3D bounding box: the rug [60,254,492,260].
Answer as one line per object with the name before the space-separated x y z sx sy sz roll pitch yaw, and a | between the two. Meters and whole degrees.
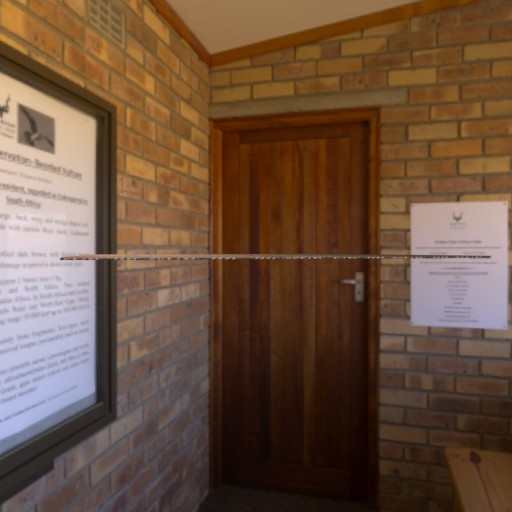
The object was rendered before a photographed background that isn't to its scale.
rug | 0.000 0.000 3.884 2.902 0.017 2.305 0 1 -17
